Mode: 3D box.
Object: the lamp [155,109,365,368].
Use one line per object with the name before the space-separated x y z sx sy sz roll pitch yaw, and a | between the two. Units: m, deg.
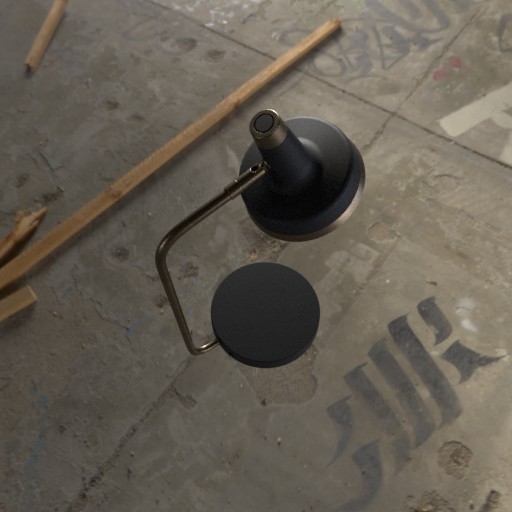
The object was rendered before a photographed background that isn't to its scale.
lamp | 0.000 0.000 0.494 0.218 0.385 0.162 -30 64 -16
